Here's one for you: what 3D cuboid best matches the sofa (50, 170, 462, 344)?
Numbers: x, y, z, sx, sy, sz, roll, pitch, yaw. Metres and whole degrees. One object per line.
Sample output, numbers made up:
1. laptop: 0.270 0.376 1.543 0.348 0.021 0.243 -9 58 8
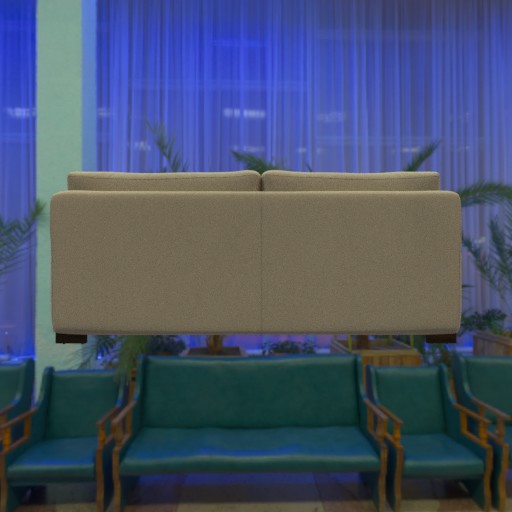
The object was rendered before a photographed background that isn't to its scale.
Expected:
1. sofa: 0.000 0.000 2.732 2.147 0.925 0.929 0 -1 0
